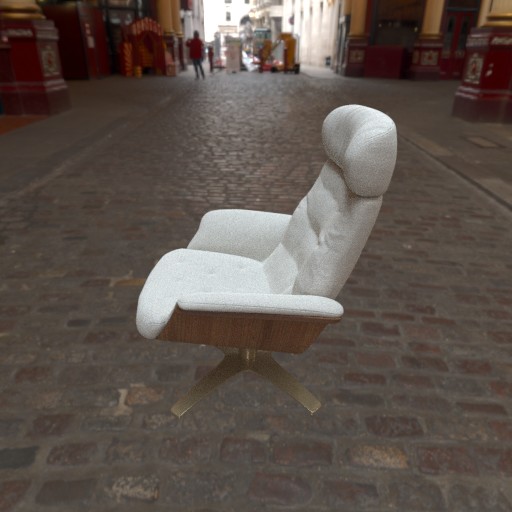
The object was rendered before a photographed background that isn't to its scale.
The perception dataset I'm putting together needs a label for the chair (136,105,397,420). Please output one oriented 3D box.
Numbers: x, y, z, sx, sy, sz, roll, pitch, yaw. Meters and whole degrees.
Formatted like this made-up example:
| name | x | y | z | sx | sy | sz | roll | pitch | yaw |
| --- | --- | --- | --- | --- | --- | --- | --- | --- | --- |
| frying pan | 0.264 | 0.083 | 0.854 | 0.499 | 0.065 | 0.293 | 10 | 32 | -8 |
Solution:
| name | x | y | z | sx | sy | sz | roll | pitch | yaw |
| --- | --- | --- | --- | --- | --- | --- | --- | --- | --- |
| chair | 0.000 | 0.000 | 1.577 | 0.837 | 0.995 | 0.785 | 0 | 26 | 0 |
